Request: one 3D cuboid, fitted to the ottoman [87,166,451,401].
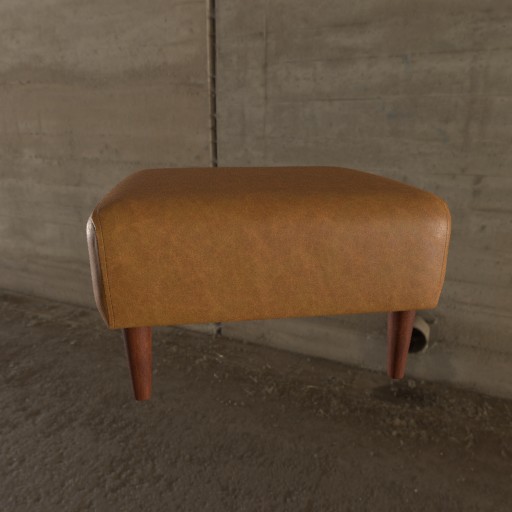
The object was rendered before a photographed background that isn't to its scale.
[{"bbox_3d":[0.000,0.000,1.080,0.650,0.399,0.650,-2,17,-8],"label":"ottoman"}]
